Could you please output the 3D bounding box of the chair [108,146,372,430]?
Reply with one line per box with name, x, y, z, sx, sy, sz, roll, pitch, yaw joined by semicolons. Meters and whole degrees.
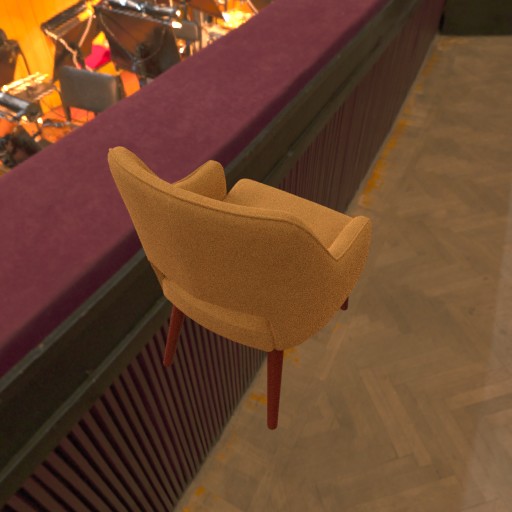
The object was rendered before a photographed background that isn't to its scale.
chair;0.000;0.000;1.251;0.548;0.849;0.605;24;51;21
